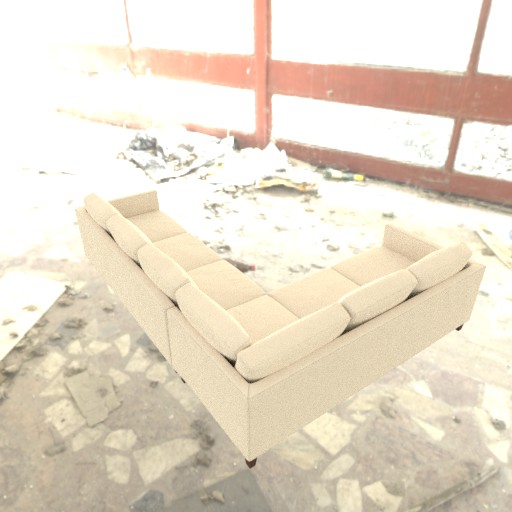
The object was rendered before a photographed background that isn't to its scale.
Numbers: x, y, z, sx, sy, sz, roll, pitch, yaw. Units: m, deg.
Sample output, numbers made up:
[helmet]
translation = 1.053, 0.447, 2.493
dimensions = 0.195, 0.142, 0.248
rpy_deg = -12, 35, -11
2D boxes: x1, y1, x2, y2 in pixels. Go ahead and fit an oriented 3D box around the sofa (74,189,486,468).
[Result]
[sofa]
translation = 0.000, 0.000, 4.278
dimensions = 2.432, 0.863, 3.182
rpy_deg = -20, 36, -30
